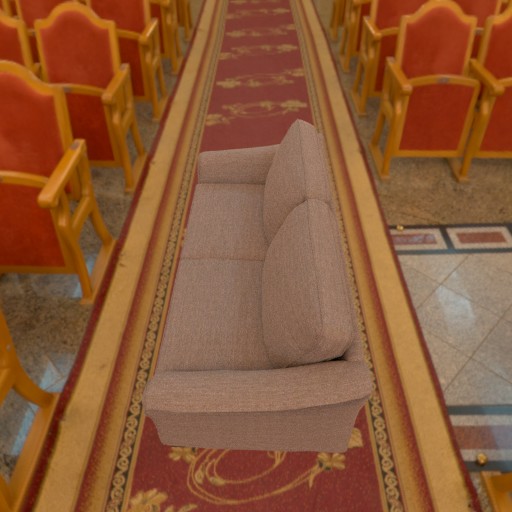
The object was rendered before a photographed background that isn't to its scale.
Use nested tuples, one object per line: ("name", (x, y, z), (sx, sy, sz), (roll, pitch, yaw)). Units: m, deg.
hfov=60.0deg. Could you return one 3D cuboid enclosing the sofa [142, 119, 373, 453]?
("sofa", (0.000, 0.000, 2.767), (0.980, 0.965, 2.270), (1, 42, 1))
